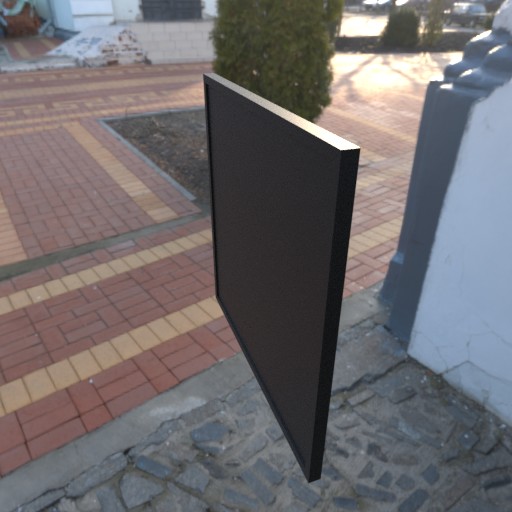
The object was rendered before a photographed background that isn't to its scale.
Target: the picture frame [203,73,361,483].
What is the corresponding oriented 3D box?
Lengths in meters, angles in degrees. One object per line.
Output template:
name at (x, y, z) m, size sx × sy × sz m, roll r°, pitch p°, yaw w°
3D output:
picture frame at (0.000, 0.000, 1.137) m, size 0.032 × 0.775 × 0.775 m, roll -11°, pitch 32°, yaw -17°
